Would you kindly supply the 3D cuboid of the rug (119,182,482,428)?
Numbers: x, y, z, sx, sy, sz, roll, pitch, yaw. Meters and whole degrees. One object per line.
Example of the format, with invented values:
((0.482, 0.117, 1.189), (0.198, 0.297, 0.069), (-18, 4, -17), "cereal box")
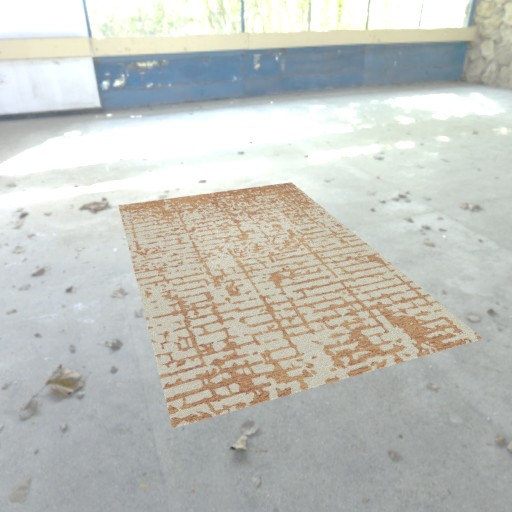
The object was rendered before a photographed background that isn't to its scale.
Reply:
((0.000, 0.000, 2.295), (1.219, 0.011, 1.829), (-10, 31, -17), "rug")
